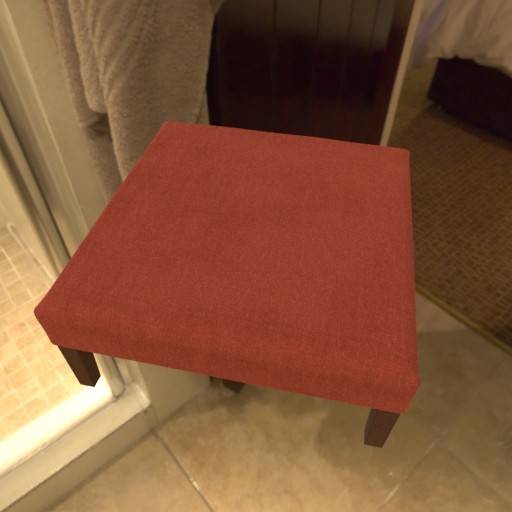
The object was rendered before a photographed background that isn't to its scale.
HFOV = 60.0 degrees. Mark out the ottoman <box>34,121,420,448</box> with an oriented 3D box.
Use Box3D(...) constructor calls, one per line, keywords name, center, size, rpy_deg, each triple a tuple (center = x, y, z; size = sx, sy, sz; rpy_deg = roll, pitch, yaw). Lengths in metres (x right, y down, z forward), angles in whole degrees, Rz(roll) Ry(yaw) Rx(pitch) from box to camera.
Box3D(name="ottoman", center=(0.000, 0.000, 1.386), size=(0.889, 0.411, 0.890), rpy_deg=(9, 47, 8))
